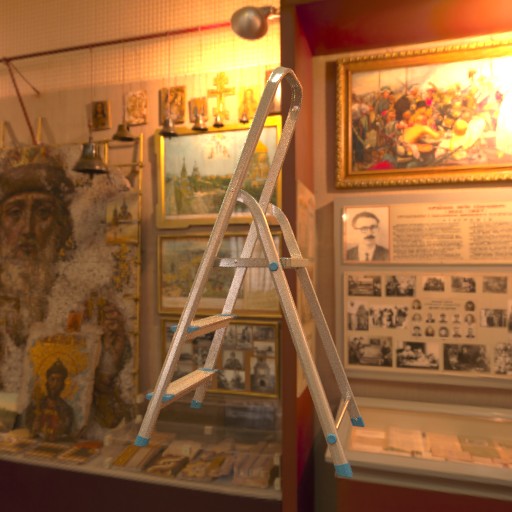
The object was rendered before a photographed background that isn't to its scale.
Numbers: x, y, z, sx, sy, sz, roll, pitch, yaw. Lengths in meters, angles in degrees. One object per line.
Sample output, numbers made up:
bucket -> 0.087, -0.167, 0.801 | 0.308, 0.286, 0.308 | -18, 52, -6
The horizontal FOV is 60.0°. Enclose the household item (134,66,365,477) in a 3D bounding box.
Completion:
household item -> 0.000, 0.000, 1.519 | 0.687, 1.215, 0.420 | 0, -1, 18
